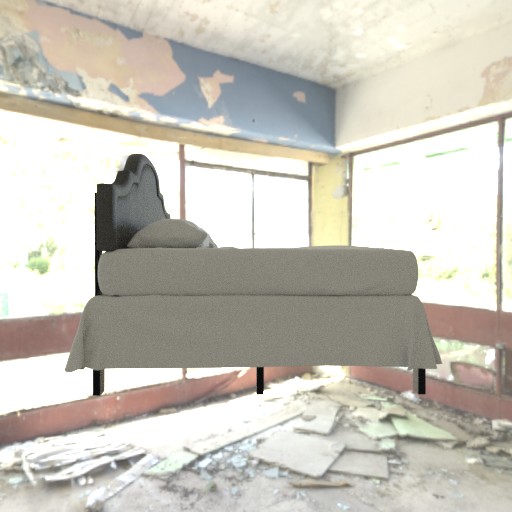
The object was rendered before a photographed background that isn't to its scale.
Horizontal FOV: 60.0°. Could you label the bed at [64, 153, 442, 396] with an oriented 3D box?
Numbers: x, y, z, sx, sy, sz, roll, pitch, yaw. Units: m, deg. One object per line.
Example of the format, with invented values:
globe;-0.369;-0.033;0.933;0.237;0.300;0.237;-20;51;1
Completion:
bed;0.000;0.000;3.645;2.222;1.631;2.303;0;0;-1
